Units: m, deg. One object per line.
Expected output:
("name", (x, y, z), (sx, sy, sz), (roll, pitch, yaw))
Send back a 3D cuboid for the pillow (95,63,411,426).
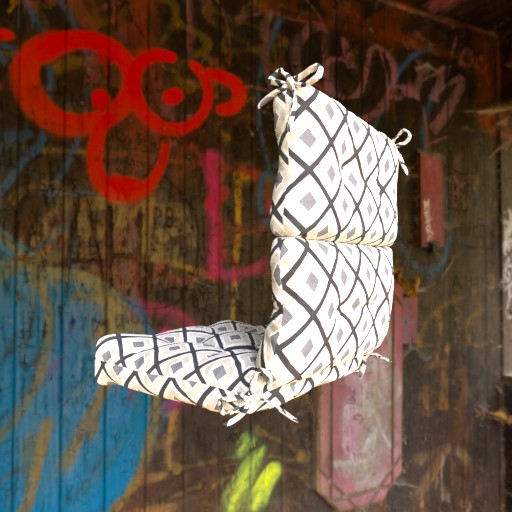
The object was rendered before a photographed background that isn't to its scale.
("pillow", (0.000, 0.000, 1.006), (0.571, 0.605, 0.519), (-1, -2, 36))
